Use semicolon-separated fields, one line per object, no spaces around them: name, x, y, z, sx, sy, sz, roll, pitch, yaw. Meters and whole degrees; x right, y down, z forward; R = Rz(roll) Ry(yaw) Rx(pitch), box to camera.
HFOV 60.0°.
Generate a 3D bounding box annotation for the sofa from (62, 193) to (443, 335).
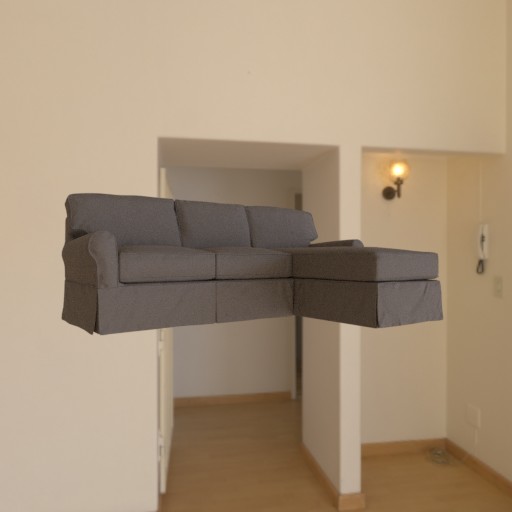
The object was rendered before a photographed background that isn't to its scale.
sofa;0.000;0.000;3.373;2.475;0.978;1.733;0;0;-35
